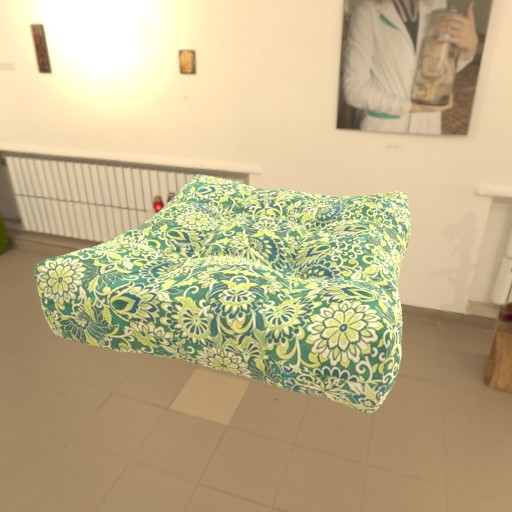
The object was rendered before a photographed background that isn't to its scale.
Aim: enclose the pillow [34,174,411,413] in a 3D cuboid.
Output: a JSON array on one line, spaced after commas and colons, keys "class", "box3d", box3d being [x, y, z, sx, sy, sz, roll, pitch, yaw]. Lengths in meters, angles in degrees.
[{"class": "pillow", "box3d": [0.000, 0.000, 0.719, 0.468, 0.128, 0.490, 8, 27, 17]}]
